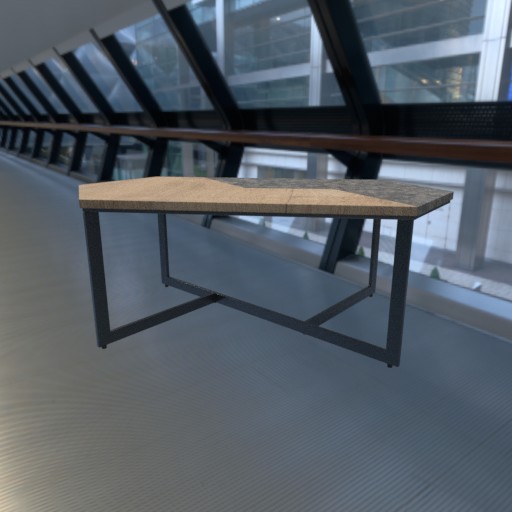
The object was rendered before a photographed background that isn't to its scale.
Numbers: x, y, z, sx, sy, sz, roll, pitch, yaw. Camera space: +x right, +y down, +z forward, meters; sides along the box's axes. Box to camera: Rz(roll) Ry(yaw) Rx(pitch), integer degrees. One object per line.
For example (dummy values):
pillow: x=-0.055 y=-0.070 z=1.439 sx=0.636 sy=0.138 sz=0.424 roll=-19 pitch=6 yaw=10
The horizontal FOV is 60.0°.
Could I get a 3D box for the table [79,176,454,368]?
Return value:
table: x=0.000 y=0.000 z=1.495 sx=1.219 sy=0.457 sz=0.609 roll=2 pitch=16 yaw=7
